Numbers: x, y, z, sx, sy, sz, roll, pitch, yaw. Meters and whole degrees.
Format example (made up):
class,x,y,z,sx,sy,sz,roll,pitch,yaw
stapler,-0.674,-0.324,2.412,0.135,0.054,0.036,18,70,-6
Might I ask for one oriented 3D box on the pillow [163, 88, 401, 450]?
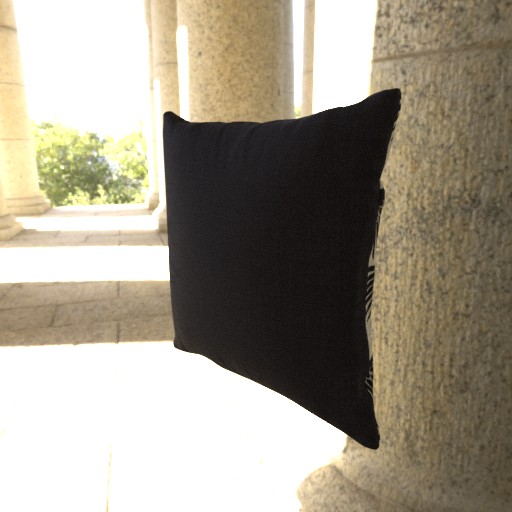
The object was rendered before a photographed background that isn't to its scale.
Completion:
class,x,y,z,sx,sy,sz,roll,pitch,yaw
pillow,0.000,0.000,0.656,0.432,0.432,0.139,13,19,43
